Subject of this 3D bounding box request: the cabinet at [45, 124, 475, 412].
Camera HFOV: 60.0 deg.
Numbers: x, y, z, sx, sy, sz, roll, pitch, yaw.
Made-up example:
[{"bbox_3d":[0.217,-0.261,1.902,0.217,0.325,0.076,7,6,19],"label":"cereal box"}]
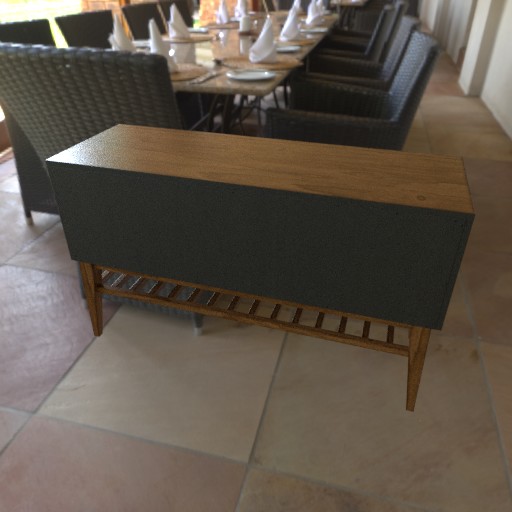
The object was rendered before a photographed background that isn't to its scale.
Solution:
[{"bbox_3d":[0.000,0.000,1.748,1.363,0.802,0.477,10,33,15],"label":"cabinet"}]
